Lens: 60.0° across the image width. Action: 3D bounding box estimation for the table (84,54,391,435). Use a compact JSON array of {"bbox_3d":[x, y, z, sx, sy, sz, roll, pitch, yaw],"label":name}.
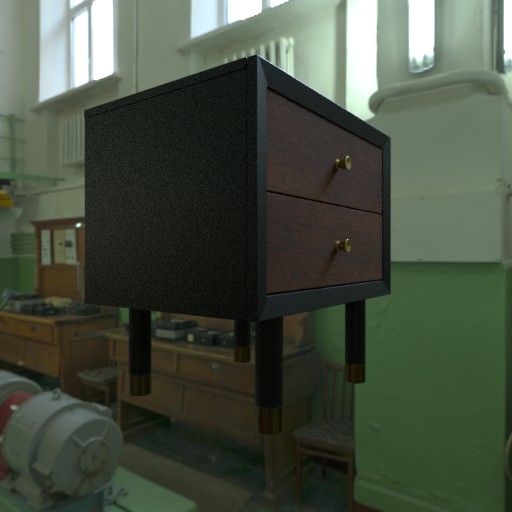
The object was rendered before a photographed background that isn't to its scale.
[{"bbox_3d":[0.000,0.000,0.985,0.441,0.584,0.564,0,0,36],"label":"table"}]
